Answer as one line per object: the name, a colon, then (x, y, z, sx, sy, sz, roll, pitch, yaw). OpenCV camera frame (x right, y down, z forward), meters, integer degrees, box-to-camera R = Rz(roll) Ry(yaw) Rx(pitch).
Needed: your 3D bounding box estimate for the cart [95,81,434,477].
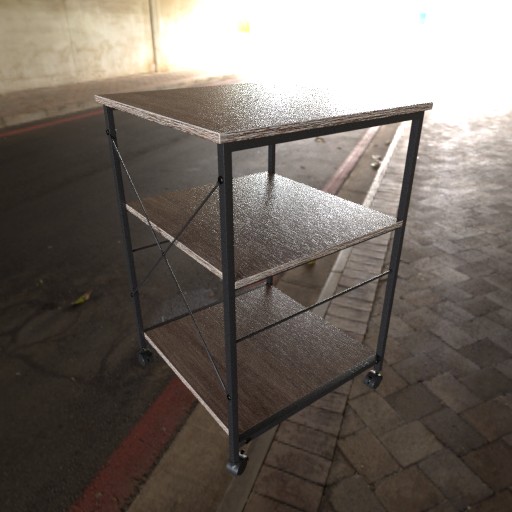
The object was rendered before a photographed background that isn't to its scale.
cart: (0.000, 0.000, 1.127, 0.520, 0.762, 0.521, -19, 32, -32)
